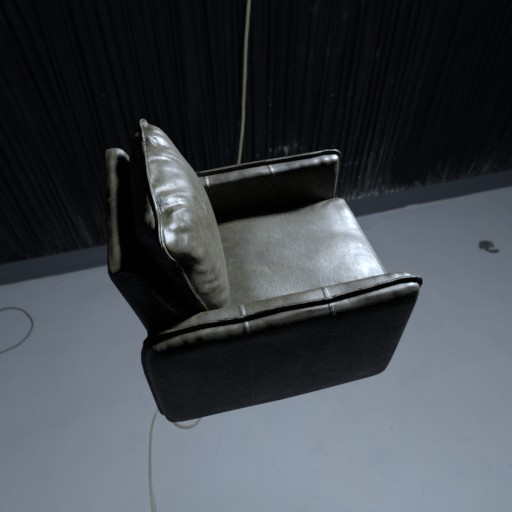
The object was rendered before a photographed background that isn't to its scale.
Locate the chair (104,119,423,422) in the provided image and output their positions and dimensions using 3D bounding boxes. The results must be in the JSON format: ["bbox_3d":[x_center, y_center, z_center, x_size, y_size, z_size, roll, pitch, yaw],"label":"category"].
[{"bbox_3d":[0.000,0.000,1.643,0.921,0.921,0.830,-10,48,-9],"label":"chair"}]
